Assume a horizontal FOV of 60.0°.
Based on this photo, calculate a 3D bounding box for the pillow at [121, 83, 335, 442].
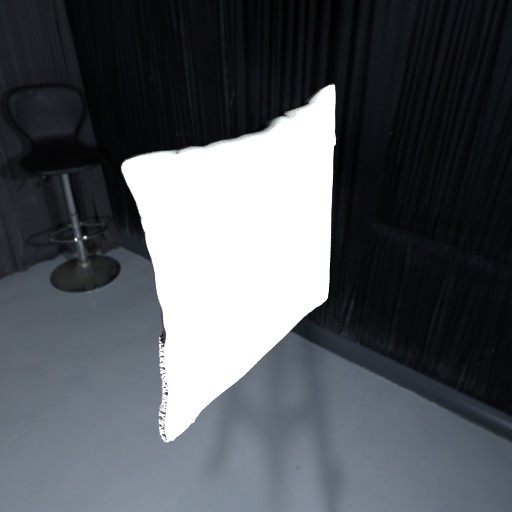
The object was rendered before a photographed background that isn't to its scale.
[{"bbox_3d":[0.000,0.000,0.738,0.178,0.473,0.475,22,38,31],"label":"pillow"}]
